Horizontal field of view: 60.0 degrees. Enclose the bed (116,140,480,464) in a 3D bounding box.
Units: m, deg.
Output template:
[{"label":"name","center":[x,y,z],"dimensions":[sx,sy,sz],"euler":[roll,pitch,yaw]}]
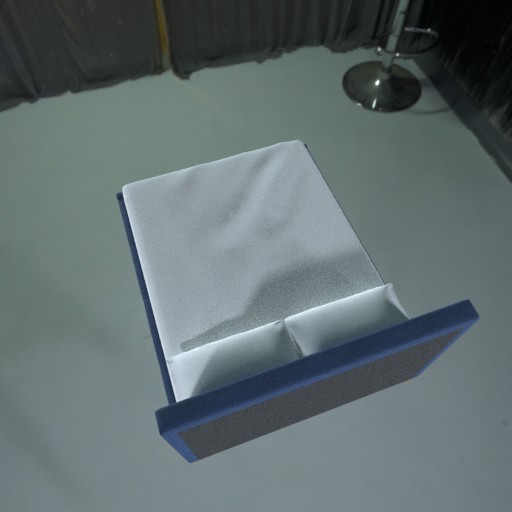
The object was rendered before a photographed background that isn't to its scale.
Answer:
[{"label":"bed","center":[0.000,0.000,3.171],"dimensions":[1.723,1.231,2.172],"euler":[-17,60,-10]}]
